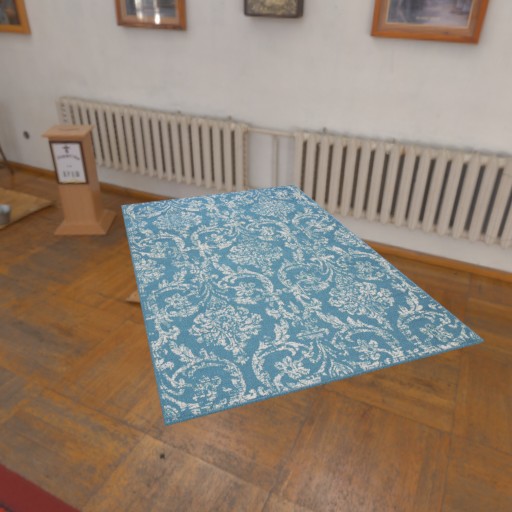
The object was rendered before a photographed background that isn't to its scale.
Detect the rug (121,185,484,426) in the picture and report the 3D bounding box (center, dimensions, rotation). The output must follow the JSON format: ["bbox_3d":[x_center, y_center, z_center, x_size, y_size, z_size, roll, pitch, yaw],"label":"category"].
[{"bbox_3d":[0.000,0.000,3.408,1.816,0.018,2.746,-9,30,-16],"label":"rug"}]
